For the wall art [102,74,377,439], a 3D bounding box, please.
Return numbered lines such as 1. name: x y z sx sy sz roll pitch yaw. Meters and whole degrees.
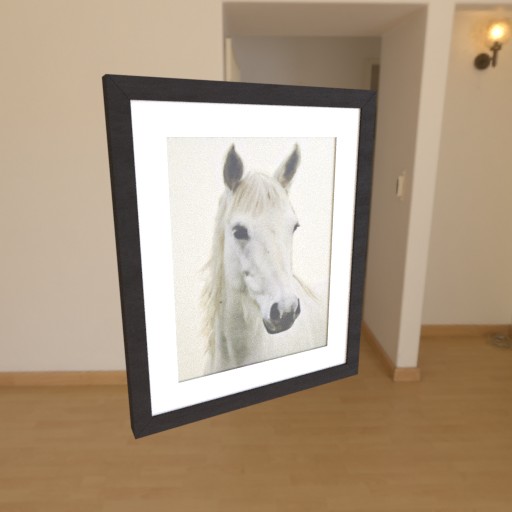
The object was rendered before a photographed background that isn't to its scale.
1. wall art: 0.000 0.000 0.761 0.455 0.552 0.034 -7 17 -26
